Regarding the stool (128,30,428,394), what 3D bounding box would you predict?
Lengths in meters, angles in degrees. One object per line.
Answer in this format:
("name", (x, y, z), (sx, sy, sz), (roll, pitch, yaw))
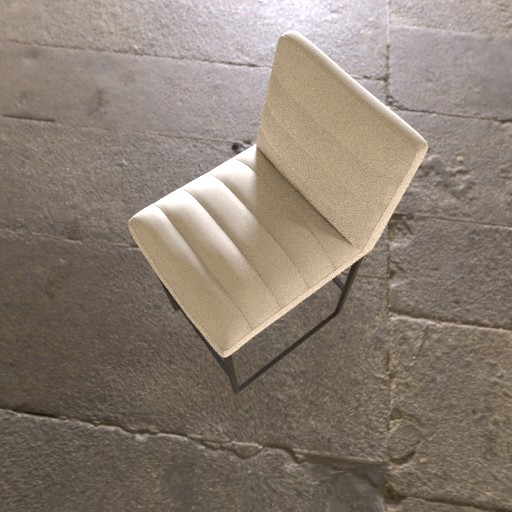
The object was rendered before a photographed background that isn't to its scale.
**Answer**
("stool", (0.000, 0.000, 1.361), (0.573, 1.061, 0.464), (-35, 69, -15))
